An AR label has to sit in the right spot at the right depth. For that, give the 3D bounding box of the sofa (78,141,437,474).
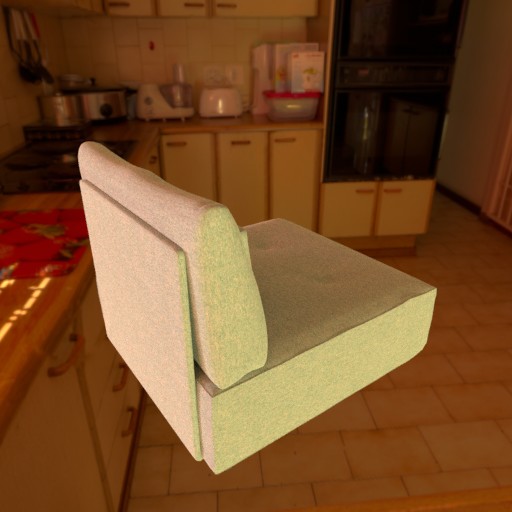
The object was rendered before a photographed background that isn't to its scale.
[{"bbox_3d":[0.000,0.000,1.680,1.000,0.820,0.930,-17,30,-32],"label":"sofa"}]
